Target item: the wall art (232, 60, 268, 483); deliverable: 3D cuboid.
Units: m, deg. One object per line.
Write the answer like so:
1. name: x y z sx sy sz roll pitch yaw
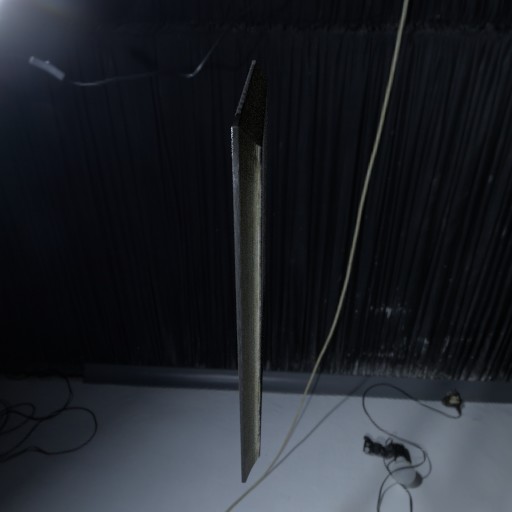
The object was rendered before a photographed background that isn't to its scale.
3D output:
1. wall art: 0.000 0.000 0.619 0.023 0.457 0.381 1 31 2
